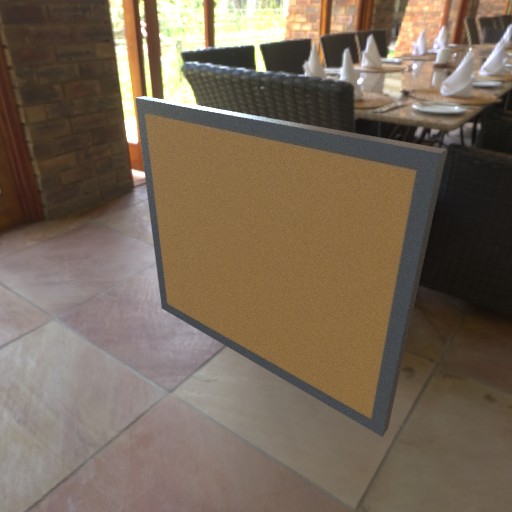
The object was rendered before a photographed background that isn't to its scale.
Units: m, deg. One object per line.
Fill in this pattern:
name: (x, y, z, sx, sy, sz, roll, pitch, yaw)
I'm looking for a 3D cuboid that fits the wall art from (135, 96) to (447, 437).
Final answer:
wall art: (0.000, 0.000, 0.917, 0.660, 0.558, 0.026, 22, 36, 34)
